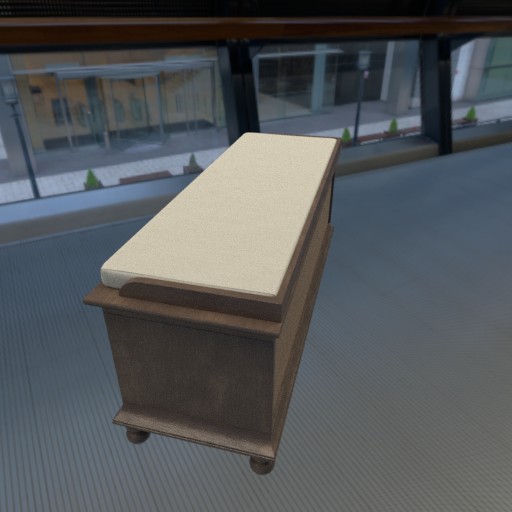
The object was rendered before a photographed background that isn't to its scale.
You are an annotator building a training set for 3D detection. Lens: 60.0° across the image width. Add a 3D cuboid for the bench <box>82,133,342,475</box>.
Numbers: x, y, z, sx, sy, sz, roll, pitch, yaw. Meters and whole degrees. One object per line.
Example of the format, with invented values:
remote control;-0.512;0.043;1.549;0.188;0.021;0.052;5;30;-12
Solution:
bench;0.000;0.000;1.434;0.402;0.501;1.185;8;31;13
